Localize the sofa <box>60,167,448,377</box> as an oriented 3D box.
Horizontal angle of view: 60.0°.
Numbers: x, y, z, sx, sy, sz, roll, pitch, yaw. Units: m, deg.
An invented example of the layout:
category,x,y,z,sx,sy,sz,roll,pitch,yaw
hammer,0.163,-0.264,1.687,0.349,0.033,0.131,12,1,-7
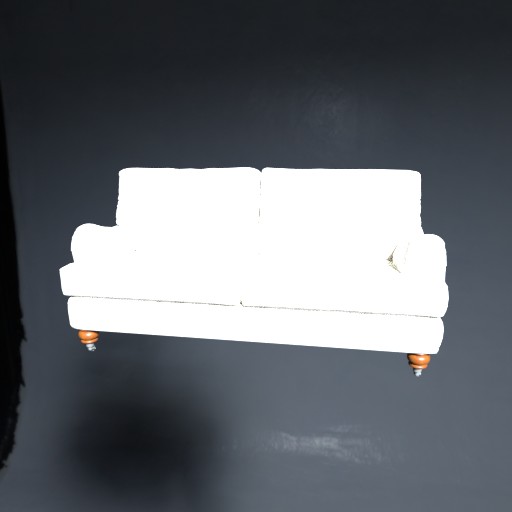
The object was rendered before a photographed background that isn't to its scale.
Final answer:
category,x,y,z,sx,sy,sz,roll,pitch,yaw
sofa,0.000,0.000,2.845,2.159,1.087,1.086,2,14,9
